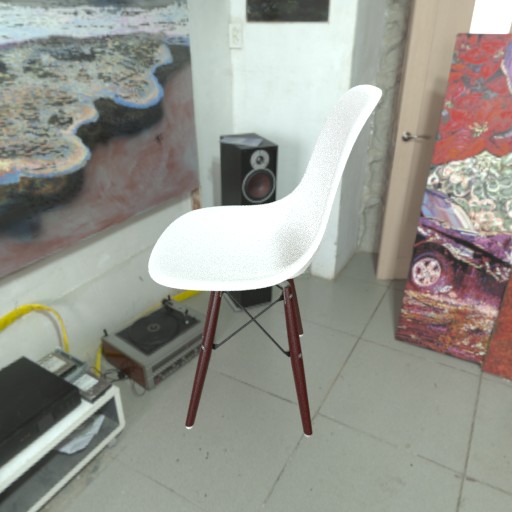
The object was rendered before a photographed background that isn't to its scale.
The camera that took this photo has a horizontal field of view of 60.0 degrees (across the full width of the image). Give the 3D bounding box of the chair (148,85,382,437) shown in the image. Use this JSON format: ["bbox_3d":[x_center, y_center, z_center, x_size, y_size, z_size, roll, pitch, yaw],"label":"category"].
[{"bbox_3d":[0.000,0.000,1.154,0.533,0.826,0.470,0,28,0],"label":"chair"}]
